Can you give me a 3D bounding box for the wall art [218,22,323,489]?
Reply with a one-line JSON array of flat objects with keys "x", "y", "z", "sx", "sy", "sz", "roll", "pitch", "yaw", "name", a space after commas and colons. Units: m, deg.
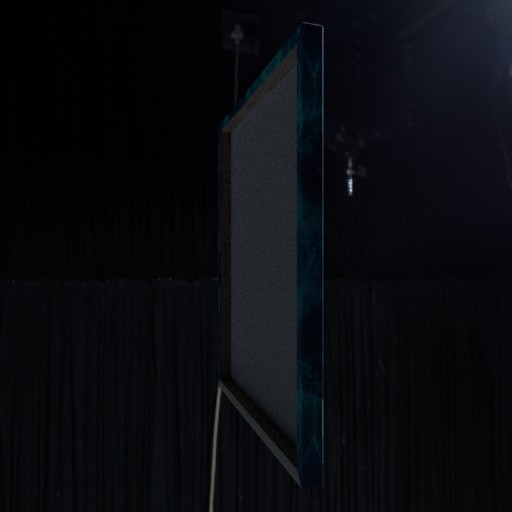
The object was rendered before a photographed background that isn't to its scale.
[{"x": 0.000, "y": 0.000, "z": 1.016, "sx": 0.038, "sy": 0.760, "sz": 0.609, "roll": 0, "pitch": 0, "yaw": -18, "name": "wall art"}]
